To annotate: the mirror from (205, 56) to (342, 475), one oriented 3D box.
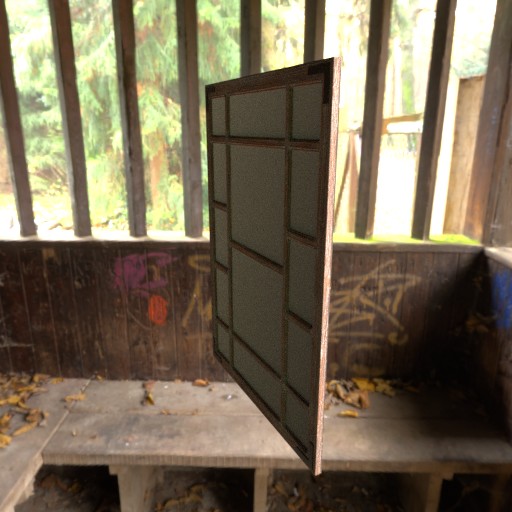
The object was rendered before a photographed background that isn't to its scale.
[{"bbox_3d":[0.000,0.000,1.308,0.025,0.996,0.705,-8,18,-26],"label":"mirror"}]
